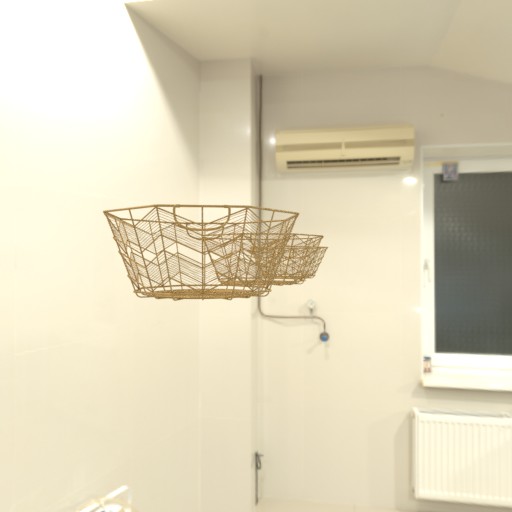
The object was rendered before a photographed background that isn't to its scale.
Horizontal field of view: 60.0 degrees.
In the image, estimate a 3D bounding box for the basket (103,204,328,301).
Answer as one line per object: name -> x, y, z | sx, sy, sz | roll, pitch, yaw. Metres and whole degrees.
basket -> 0.000, 0.000, 1.378 | 0.432, 0.178, 1.245 | 0, 0, 17
